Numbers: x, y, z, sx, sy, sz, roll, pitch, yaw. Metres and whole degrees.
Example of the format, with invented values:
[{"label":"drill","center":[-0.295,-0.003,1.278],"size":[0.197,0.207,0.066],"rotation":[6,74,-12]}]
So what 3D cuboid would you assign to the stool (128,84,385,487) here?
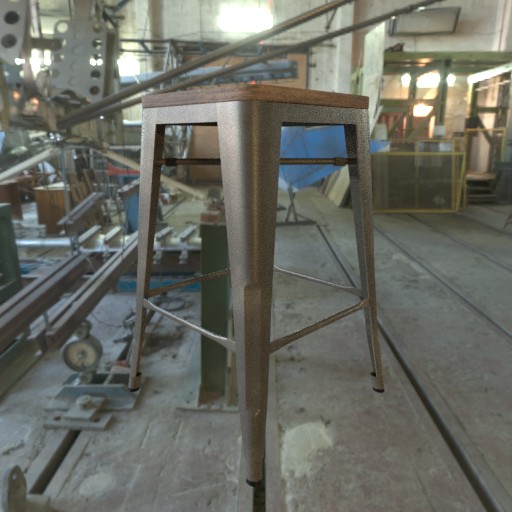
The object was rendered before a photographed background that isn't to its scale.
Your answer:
[{"label":"stool","center":[0.000,0.000,0.897],"size":[0.407,0.607,0.407],"rotation":[-14,21,-43]}]
